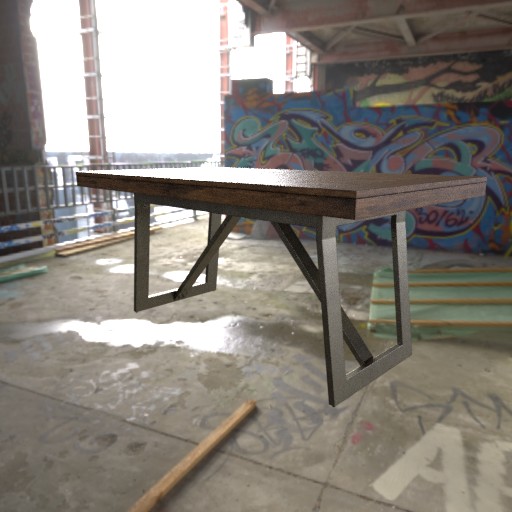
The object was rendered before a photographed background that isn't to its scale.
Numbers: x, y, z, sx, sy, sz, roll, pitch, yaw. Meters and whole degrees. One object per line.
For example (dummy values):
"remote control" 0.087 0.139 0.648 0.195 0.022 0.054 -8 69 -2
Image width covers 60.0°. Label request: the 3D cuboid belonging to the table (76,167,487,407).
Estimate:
"table" 0.000 0.000 2.074 0.931 0.757 1.641 -13 18 -43
